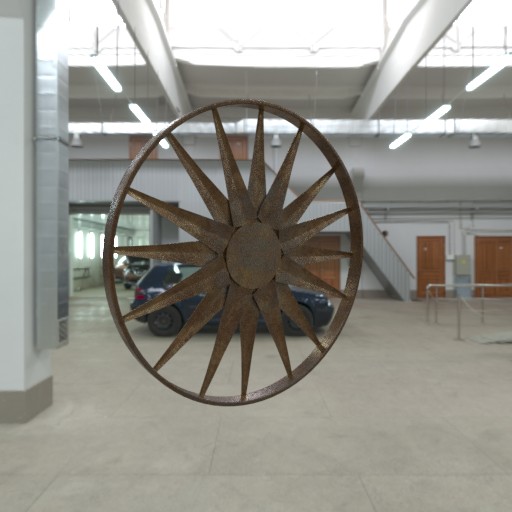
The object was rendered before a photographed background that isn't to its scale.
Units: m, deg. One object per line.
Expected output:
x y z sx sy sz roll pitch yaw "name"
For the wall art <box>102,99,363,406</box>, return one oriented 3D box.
0.000 0.000 0.866 0.582 0.583 0.084 0 0 -35 "wall art"
